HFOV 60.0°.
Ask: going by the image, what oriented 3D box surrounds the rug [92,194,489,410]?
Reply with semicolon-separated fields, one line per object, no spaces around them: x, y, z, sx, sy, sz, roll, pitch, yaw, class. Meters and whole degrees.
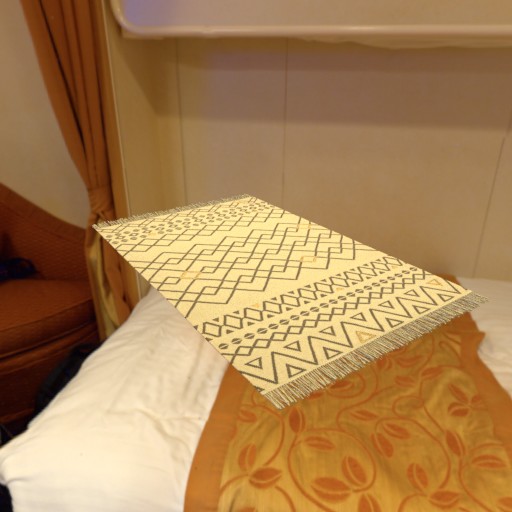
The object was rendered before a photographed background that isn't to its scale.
0.000;0.000;3.009;1.495;0.035;2.472;-16;29;-31;rug
